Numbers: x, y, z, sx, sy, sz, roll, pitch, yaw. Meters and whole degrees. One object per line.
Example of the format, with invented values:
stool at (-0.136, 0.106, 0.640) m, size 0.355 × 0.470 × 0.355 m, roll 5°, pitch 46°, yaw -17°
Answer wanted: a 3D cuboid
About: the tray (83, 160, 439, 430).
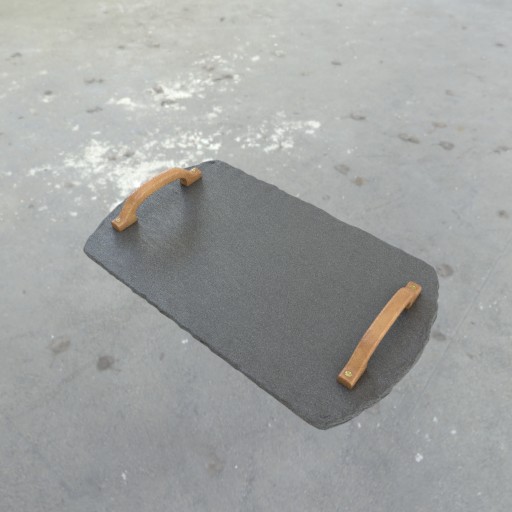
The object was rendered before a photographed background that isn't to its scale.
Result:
tray at (0.000, 0.000, 0.485) m, size 0.387 × 0.062 × 0.231 m, roll 31°, pitch 54°, yaw 26°
